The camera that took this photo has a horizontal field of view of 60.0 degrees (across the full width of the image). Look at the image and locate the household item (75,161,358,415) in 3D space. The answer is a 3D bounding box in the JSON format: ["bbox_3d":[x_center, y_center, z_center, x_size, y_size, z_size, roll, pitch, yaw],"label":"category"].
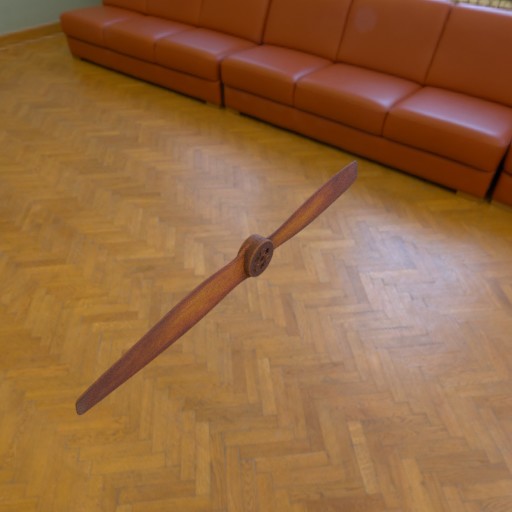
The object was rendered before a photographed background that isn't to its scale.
[{"bbox_3d":[0.000,0.000,1.241,0.051,0.121,1.181,28,49,27],"label":"household item"}]
